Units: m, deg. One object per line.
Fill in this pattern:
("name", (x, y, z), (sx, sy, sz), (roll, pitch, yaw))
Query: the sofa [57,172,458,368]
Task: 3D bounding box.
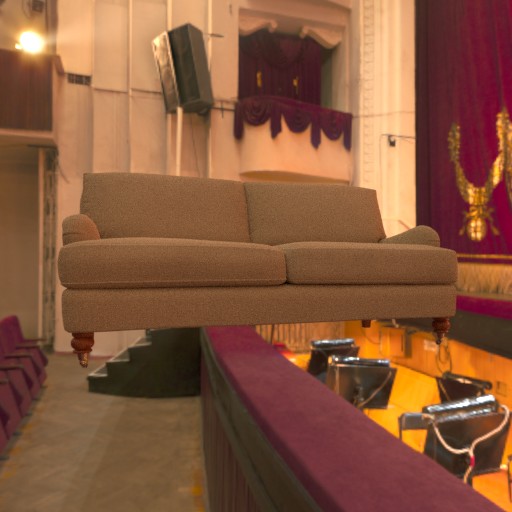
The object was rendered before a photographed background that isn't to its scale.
("sofa", (0.000, 0.000, 2.605), (2.070, 0.997, 1.091), (0, -1, -18))
